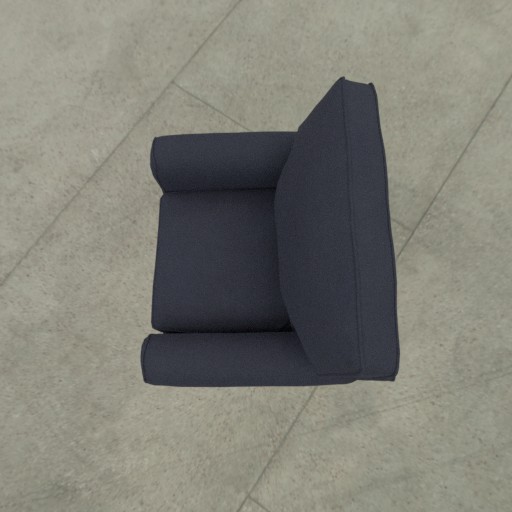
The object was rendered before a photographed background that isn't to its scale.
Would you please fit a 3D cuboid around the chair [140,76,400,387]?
[{"bbox_3d":[0.000,0.000,1.946,1.002,1.140,1.119,-1,76,0],"label":"chair"}]
